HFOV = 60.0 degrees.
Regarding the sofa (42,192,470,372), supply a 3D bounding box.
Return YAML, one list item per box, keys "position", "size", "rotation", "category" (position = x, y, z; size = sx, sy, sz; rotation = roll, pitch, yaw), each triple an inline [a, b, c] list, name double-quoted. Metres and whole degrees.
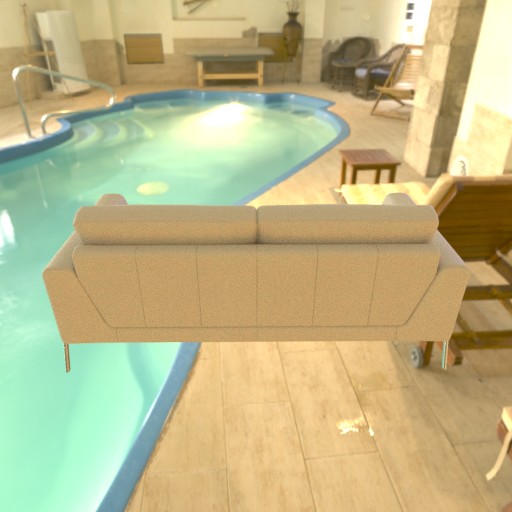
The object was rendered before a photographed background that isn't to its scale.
- position: [0.000, 0.000, 2.537]
  size: [2.017, 0.875, 0.953]
  rotation: [0, 30, -1]
  category: "sofa"
